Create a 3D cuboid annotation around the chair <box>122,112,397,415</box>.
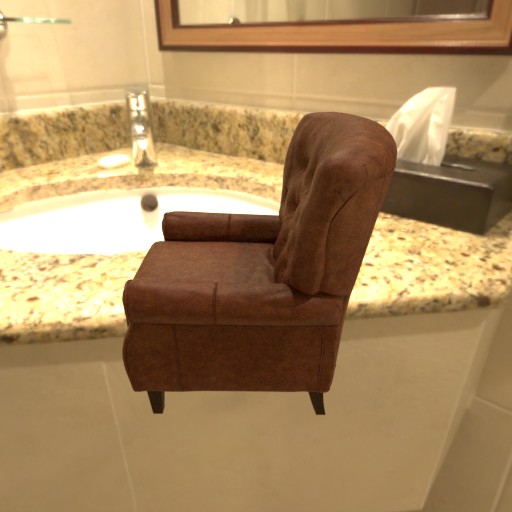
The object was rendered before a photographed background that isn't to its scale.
[{"bbox_3d":[0.000,0.000,1.946,1.059,1.164,0.951,0,26,1],"label":"chair"}]
